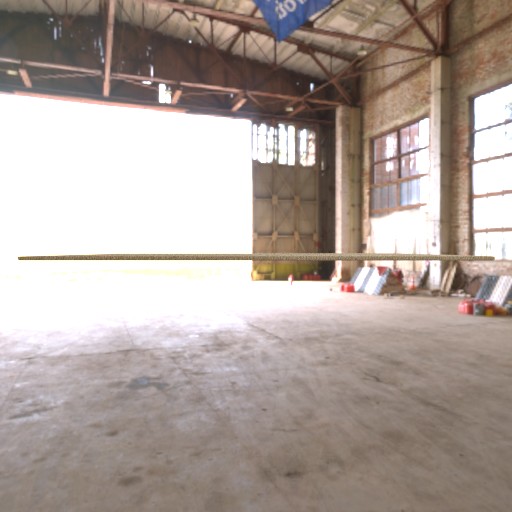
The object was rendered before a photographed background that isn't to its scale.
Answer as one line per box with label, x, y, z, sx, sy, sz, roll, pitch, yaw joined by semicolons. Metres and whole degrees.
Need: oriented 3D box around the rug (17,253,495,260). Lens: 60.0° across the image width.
rug;0.000;0.000;3.402;2.699;0.025;1.800;0;1;0
